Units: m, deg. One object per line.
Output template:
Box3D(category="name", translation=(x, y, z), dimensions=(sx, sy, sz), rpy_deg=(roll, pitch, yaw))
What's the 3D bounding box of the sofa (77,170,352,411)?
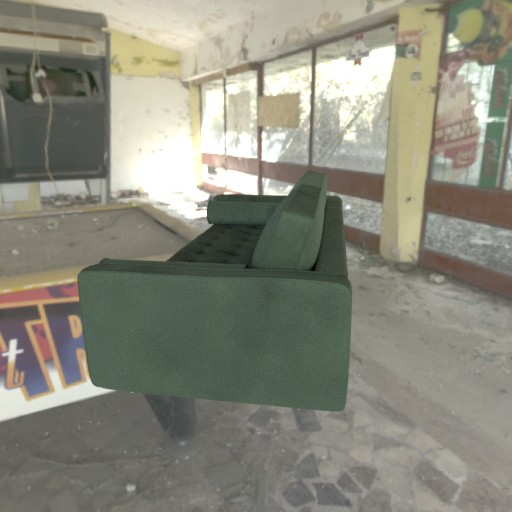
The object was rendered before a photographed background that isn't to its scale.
Box3D(category="sofa", translation=(0.000, 0.000, 2.315), dimensions=(0.916, 0.772, 1.880), rpy_deg=(3, 16, 9))
